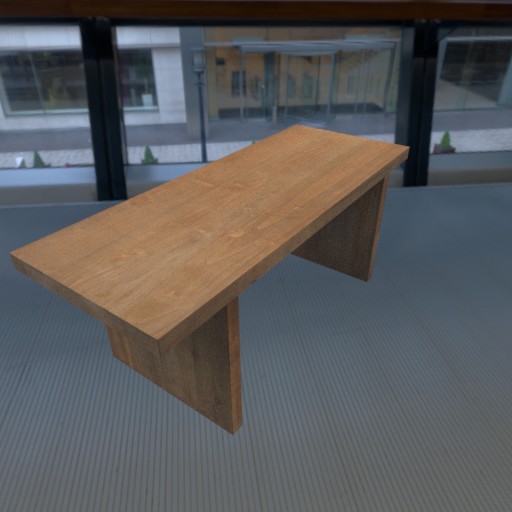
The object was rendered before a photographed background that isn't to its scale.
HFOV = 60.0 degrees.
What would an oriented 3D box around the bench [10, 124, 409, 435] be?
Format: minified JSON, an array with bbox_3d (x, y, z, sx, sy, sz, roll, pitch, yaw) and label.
[{"bbox_3d":[0.000,0.000,1.370,0.458,0.458,1.183,21,38,30],"label":"bench"}]
